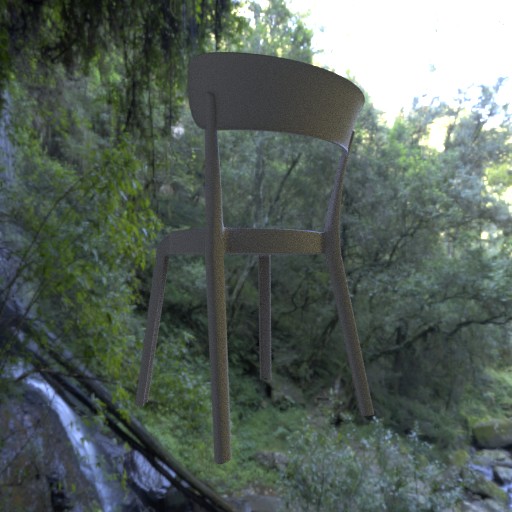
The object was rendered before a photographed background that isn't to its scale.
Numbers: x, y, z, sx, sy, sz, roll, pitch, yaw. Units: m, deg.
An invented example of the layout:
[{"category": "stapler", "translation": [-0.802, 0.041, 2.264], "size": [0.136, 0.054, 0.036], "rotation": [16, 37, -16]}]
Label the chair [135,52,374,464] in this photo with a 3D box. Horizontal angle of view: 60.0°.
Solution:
[{"category": "chair", "translation": [0.000, 0.000, 1.122], "size": [0.506, 0.790, 0.491], "rotation": [0, -1, -37]}]
